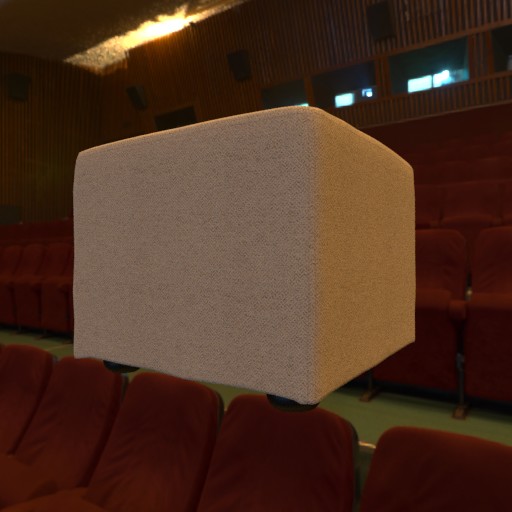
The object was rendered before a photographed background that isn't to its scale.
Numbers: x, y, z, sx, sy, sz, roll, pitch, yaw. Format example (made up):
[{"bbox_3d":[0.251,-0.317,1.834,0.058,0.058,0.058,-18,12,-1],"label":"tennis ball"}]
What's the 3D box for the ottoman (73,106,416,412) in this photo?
[{"bbox_3d":[0.000,0.000,0.910,0.521,0.453,0.512,0,0,34],"label":"ottoman"}]
